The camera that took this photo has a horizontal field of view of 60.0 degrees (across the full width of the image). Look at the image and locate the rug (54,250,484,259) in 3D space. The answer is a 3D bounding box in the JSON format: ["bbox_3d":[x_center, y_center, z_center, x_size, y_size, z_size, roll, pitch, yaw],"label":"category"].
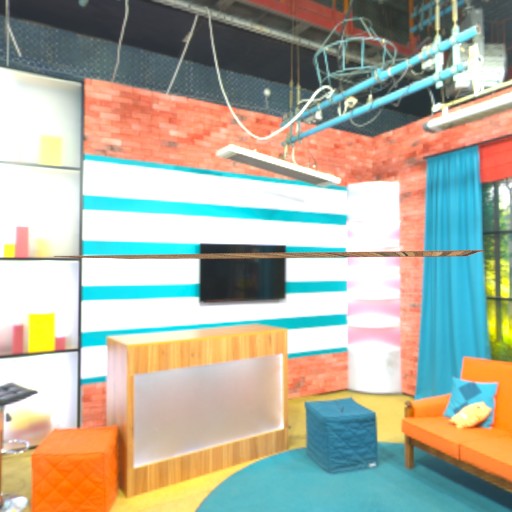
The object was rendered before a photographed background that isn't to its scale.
[{"bbox_3d":[0.000,0.000,2.742,2.444,0.010,0.799,-1,-2,20],"label":"rug"}]
